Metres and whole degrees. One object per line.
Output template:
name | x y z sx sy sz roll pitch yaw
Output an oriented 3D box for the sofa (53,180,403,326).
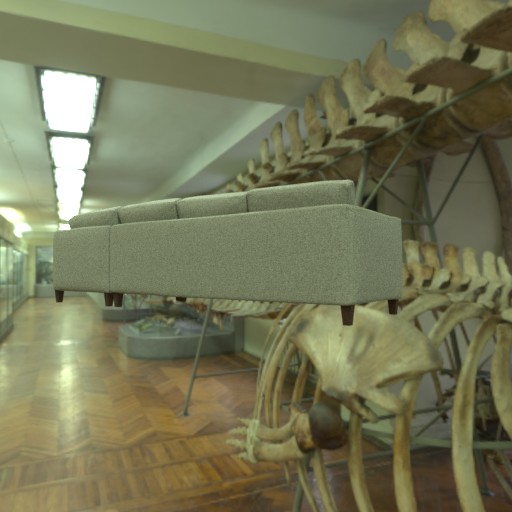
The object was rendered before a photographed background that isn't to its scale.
sofa | 0.000 0.000 4.575 3.302 0.947 2.593 -1 -2 36
